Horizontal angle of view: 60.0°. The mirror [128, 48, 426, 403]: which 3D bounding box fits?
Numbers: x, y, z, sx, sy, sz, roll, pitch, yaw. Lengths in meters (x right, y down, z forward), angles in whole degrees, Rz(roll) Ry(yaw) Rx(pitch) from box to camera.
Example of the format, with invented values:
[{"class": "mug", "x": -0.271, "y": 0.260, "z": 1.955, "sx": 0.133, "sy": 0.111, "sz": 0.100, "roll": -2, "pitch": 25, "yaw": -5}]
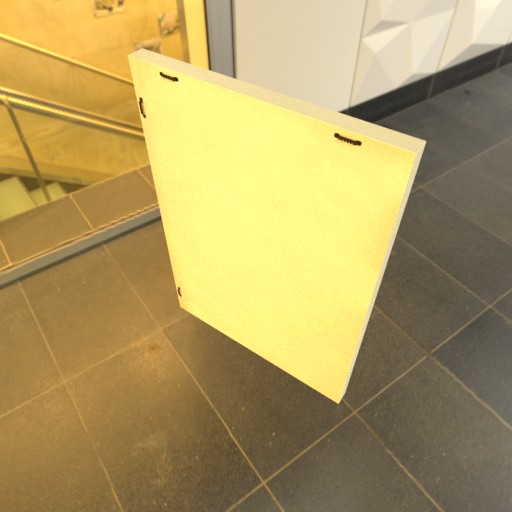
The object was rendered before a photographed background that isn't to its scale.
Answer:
[{"class": "mirror", "x": 0.000, "y": 0.000, "z": 0.918, "sx": 0.507, "sy": 0.710, "sz": 0.040, "roll": 27, "pitch": 53, "yaw": 23}]
